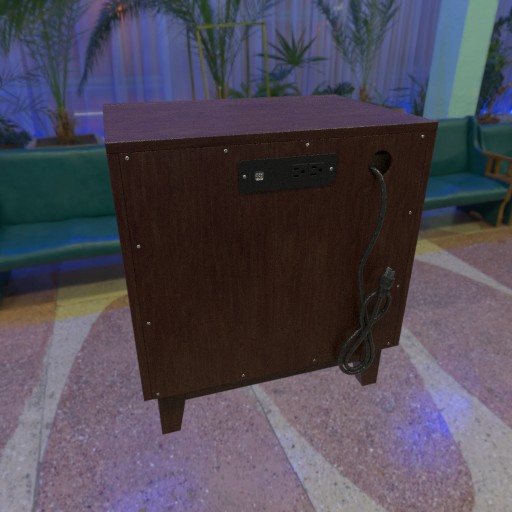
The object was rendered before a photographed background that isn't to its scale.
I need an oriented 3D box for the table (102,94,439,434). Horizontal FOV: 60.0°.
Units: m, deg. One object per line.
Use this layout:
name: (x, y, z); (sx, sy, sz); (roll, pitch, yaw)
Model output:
table: (0.000, 0.000, 0.984); (0.557, 0.609, 0.449); (-8, 28, -16)
